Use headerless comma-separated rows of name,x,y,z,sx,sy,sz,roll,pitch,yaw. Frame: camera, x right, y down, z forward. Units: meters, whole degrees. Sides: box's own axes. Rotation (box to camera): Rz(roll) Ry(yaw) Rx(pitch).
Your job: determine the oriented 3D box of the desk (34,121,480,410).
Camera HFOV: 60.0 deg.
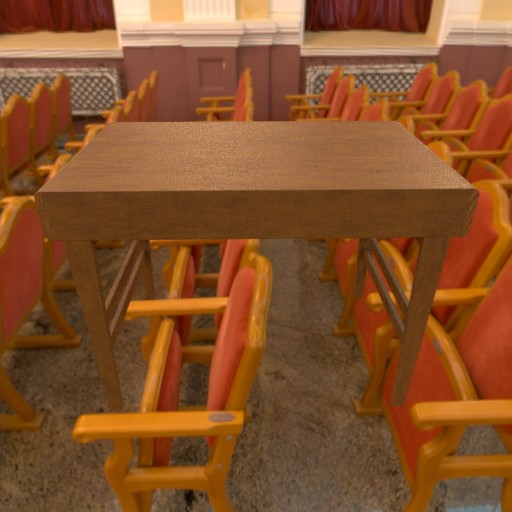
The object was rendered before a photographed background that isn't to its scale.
desk,0.000,0.000,1.529,1.066,0.754,0.660,-1,31,-1
